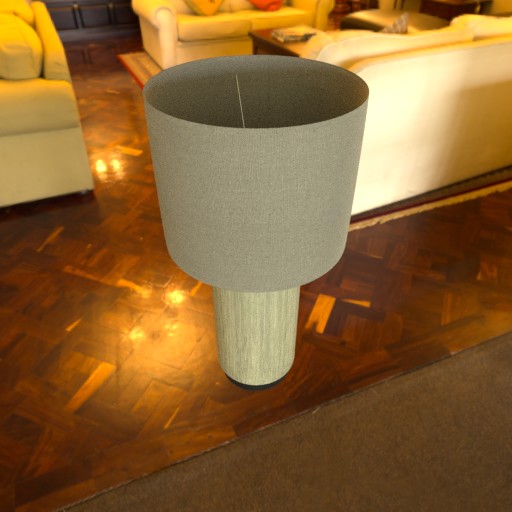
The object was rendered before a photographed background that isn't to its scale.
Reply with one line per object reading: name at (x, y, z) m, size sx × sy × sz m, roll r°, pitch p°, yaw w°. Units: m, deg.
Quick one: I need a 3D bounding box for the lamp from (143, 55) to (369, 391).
lamp at (0.000, 0.000, 0.588) m, size 0.228 × 0.444 × 0.228 m, roll 11°, pitch 40°, yaw 13°
